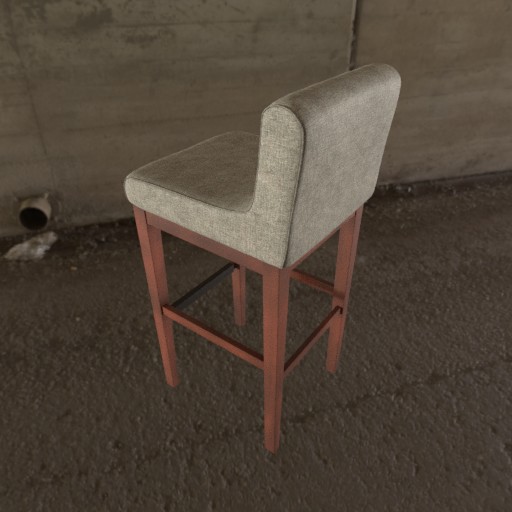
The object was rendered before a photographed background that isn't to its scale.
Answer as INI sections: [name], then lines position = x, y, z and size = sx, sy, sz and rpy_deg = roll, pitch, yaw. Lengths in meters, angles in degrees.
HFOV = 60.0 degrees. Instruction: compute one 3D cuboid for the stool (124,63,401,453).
[stool]
position = 0.000, 0.000, 1.197
size = 0.499, 0.965, 0.426
rpy_deg = 22, 39, 29
